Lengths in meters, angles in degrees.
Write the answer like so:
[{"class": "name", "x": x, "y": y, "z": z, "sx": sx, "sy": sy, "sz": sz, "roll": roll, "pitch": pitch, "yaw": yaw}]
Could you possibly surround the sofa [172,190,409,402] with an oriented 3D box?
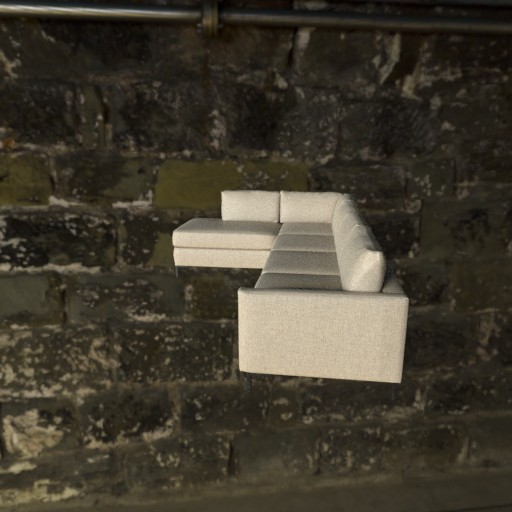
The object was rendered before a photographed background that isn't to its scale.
[{"class": "sofa", "x": 0.000, "y": 0.000, "z": 3.145, "sx": 1.617, "sy": 0.703, "sz": 2.423, "roll": 2, "pitch": 15, "yaw": 7}]
